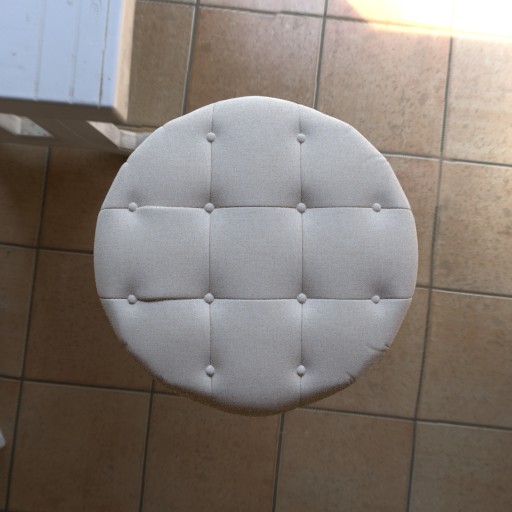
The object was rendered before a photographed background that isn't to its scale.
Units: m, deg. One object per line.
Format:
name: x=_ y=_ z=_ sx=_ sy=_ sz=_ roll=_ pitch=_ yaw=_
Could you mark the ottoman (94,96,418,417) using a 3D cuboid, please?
ottoman: x=0.000 y=0.000 z=1.437 sx=0.940 sy=0.483 sz=0.940 roll=0 pitch=88 yaw=0
